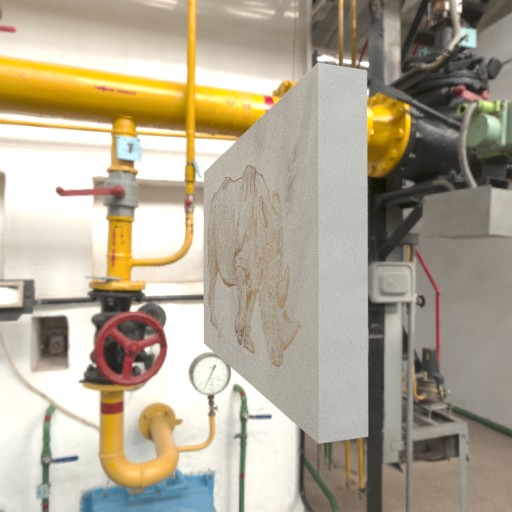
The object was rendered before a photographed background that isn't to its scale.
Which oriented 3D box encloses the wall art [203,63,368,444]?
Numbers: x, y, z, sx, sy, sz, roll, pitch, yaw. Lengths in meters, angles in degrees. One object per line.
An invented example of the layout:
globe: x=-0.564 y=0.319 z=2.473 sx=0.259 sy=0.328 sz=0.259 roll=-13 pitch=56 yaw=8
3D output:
wall art: x=0.000 y=0.000 z=0.482 sx=0.038 sy=0.254 sz=0.381 roll=0 pitch=-1 yaw=-18
